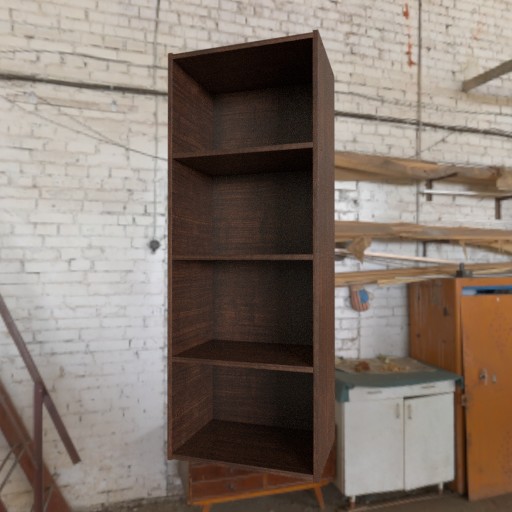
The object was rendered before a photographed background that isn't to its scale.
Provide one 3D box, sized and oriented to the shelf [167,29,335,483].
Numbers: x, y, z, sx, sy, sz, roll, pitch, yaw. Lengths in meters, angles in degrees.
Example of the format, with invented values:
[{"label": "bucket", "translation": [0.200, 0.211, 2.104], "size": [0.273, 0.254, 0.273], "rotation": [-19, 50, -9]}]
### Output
[{"label": "shelf", "translation": [0.000, 0.000, 1.273], "size": [0.415, 1.099, 0.290], "rotation": [0, -1, 18]}]
